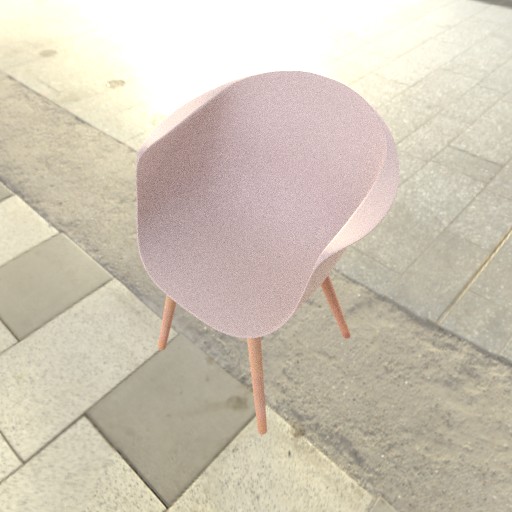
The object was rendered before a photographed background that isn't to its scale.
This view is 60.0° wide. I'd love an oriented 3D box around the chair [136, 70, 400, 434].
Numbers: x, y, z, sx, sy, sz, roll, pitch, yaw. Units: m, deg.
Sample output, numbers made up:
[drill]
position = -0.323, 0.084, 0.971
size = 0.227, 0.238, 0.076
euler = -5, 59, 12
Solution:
[chair]
position = 0.000, 0.000, 1.158
size = 0.593, 0.781, 0.504
euler = 31, 54, 27
